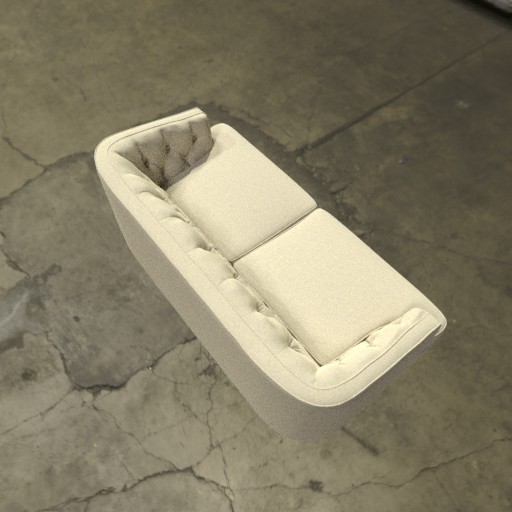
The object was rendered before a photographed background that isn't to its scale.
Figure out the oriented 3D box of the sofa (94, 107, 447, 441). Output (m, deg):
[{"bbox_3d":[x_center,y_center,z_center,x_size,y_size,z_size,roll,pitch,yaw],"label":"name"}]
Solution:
[{"bbox_3d":[0.000,0.000,2.279,0.941,0.855,1.733,-34,63,-20],"label":"sofa"}]
